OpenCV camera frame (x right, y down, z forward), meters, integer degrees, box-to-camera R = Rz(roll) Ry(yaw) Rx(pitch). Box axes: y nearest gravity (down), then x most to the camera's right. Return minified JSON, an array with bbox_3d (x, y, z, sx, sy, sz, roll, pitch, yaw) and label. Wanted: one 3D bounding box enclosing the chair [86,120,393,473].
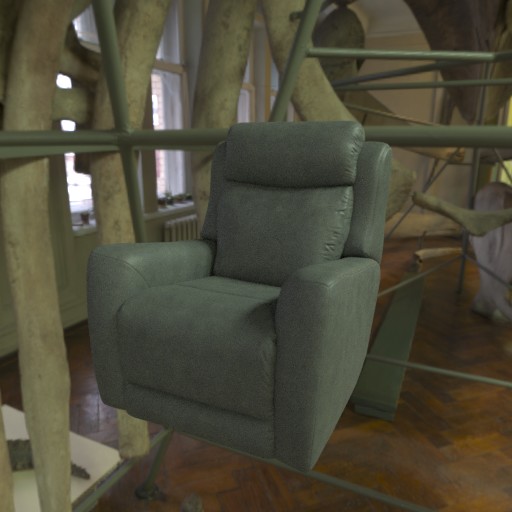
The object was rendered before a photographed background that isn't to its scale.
[{"bbox_3d":[0.000,0.000,1.876,0.965,1.116,1.068,7,17,26],"label":"chair"}]
